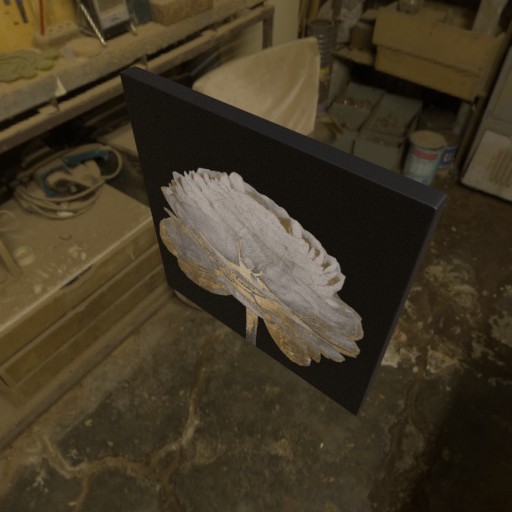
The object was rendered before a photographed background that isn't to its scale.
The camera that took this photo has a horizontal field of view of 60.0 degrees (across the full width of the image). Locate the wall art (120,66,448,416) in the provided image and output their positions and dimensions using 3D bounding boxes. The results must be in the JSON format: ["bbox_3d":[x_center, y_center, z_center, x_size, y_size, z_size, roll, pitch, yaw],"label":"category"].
[{"bbox_3d":[0.000,0.000,0.912,0.610,0.611,0.043,30,54,25],"label":"wall art"}]
